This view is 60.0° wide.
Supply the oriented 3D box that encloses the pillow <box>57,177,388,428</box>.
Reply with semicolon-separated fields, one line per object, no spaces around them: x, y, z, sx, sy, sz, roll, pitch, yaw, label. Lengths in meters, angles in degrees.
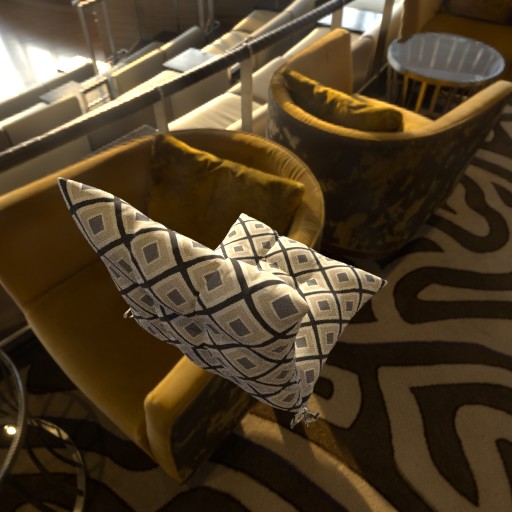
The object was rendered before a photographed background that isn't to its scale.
0.000;0.000;1.010;0.541;0.536;0.585;26;52;22;pillow
